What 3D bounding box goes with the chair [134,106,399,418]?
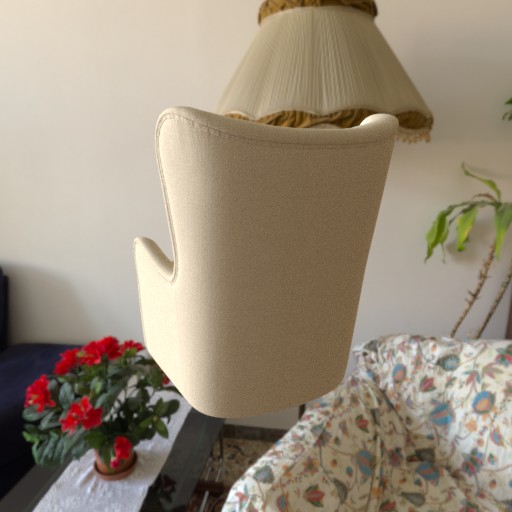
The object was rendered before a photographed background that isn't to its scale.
[{"bbox_3d":[0.000,0.000,1.775,0.831,1.079,0.929,-7,16,-26],"label":"chair"}]
